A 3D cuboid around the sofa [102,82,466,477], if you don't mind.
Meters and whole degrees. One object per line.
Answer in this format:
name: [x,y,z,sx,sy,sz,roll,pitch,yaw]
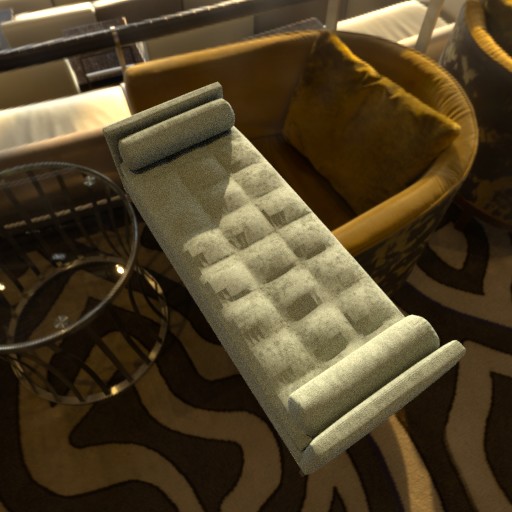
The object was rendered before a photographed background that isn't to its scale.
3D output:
sofa: [0.000,0.000,2.461,0.797,0.657,2.102,-29,62,-17]
